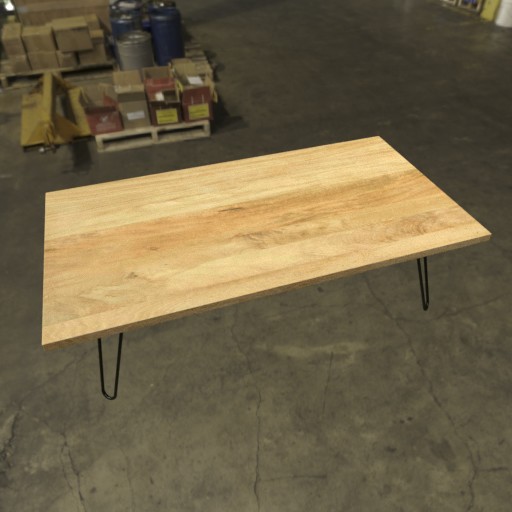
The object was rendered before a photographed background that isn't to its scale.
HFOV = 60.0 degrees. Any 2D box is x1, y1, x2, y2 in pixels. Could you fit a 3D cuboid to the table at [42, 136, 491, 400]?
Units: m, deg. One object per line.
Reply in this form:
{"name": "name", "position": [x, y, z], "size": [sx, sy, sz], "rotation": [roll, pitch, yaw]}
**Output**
{"name": "table", "position": [0.000, 0.000, 1.628], "size": [1.348, 0.400, 0.699], "rotation": [-13, 44, -14]}
